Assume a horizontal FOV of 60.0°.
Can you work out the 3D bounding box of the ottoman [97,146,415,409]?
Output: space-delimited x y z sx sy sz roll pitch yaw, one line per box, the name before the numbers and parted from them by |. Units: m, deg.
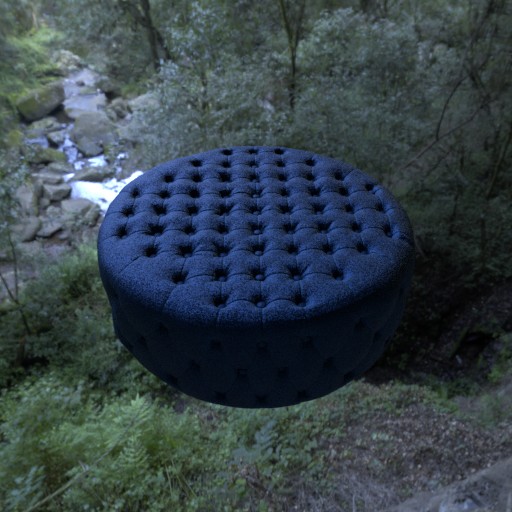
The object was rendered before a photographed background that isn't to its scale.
ottoman | 0.000 0.000 1.504 0.998 0.398 0.998 0 40 0
